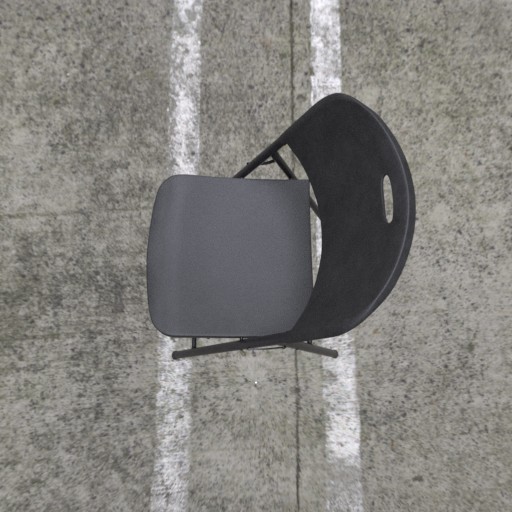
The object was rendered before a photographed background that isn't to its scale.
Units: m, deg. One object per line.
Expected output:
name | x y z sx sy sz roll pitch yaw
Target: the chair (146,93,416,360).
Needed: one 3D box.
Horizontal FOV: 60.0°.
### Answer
chair | 0.000 0.000 1.168 0.566 0.810 0.494 0 74 0
